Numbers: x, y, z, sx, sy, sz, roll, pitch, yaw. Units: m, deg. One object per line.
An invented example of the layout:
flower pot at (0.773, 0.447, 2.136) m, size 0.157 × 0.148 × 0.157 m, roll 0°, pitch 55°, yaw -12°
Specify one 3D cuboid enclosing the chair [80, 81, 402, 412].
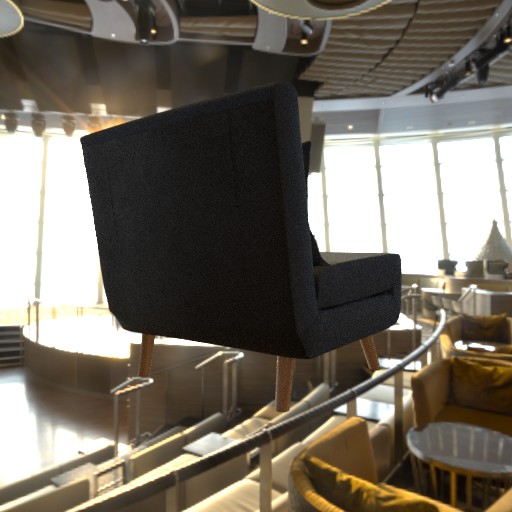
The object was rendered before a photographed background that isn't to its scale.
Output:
chair at (0.000, 0.000, 1.539) m, size 0.770 × 0.808 × 0.900 m, roll 0°, pitch 0°, yaw 37°
